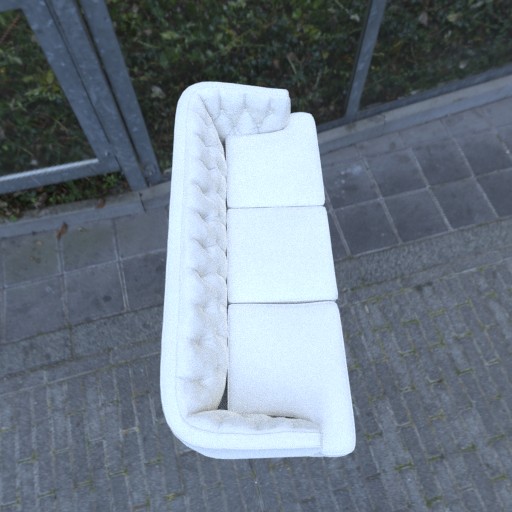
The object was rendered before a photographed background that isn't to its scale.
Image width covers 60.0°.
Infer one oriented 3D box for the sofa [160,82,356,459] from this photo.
[{"bbox_3d":[0.000,0.000,2.724,0.941,0.855,2.278,-2,63,-1],"label":"sofa"}]
